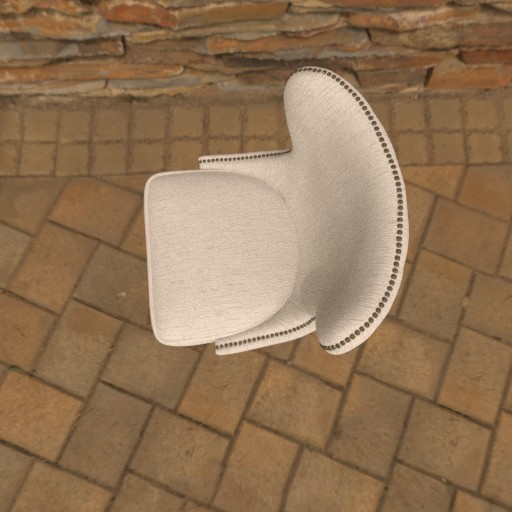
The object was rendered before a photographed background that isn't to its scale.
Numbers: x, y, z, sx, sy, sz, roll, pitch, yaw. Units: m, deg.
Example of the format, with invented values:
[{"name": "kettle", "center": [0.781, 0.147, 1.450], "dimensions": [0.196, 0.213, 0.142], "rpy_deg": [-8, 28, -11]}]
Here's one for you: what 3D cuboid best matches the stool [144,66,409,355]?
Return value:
[{"name": "stool", "center": [0.000, 0.000, 1.323], "dimensions": [0.597, 0.972, 0.615], "rpy_deg": [-6, 77, -1]}]
